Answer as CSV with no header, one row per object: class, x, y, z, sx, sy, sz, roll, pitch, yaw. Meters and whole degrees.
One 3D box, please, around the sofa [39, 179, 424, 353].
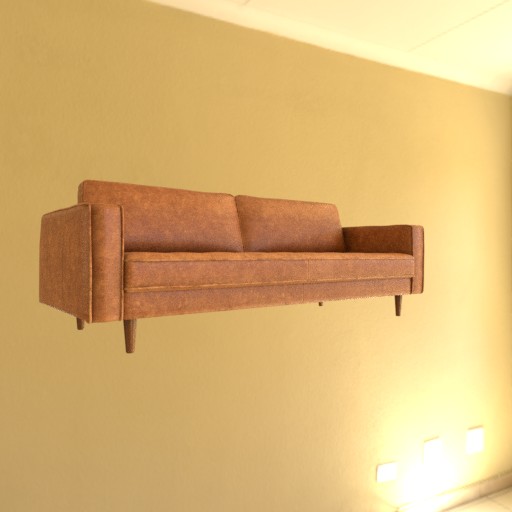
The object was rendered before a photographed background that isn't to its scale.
sofa,0.000,0.000,2.606,2.199,0.779,0.886,0,0,-37
